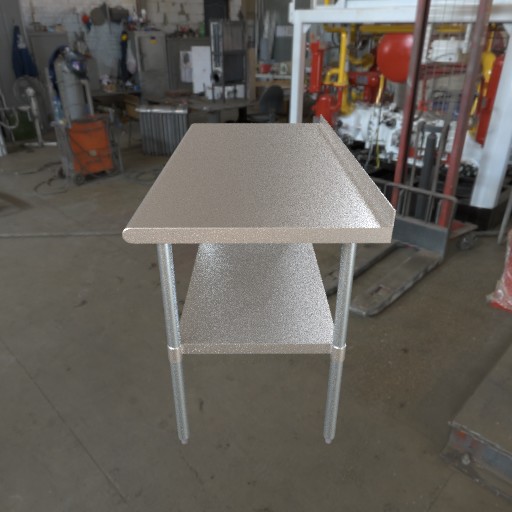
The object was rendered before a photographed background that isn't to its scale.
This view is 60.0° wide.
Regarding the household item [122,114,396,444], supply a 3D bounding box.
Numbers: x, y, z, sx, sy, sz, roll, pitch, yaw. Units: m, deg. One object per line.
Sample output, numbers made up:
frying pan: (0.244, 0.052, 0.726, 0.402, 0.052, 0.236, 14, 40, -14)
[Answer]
household item: (0.000, 0.000, 1.710, 0.610, 0.851, 1.219, 0, 27, 0)
